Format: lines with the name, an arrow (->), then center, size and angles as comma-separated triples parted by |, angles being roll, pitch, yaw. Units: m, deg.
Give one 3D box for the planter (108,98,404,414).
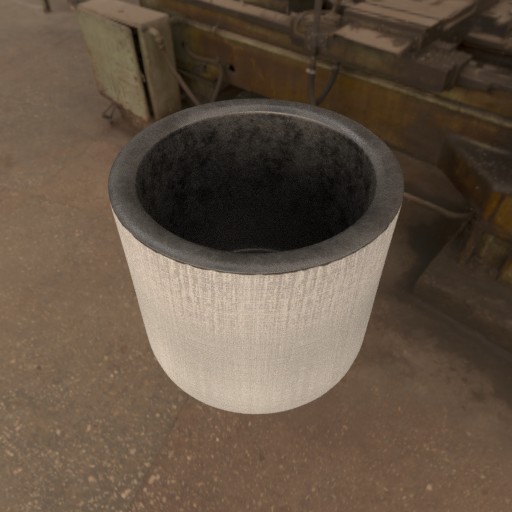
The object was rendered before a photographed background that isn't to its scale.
planter -> 0.000, 0.000, 0.228 | 0.125, 0.112, 0.125 | 0, 46, 0
